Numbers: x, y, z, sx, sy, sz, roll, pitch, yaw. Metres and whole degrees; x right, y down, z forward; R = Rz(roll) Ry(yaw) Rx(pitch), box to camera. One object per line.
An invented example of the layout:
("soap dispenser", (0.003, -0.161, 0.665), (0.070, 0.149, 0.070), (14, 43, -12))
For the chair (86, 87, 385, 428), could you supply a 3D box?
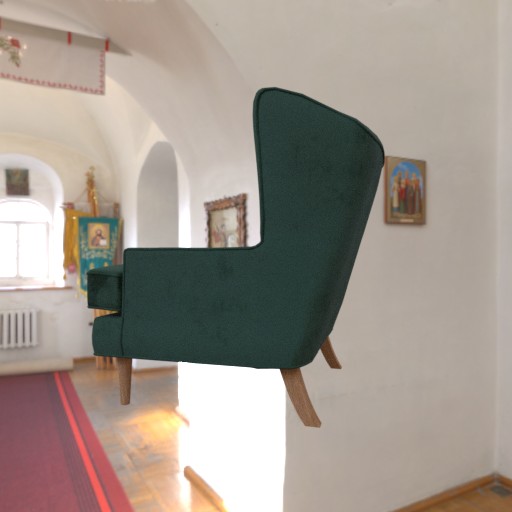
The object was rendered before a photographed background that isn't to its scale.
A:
("chair", (0.000, 0.000, 1.635), (0.910, 0.952, 0.793), (0, 1, 16))
